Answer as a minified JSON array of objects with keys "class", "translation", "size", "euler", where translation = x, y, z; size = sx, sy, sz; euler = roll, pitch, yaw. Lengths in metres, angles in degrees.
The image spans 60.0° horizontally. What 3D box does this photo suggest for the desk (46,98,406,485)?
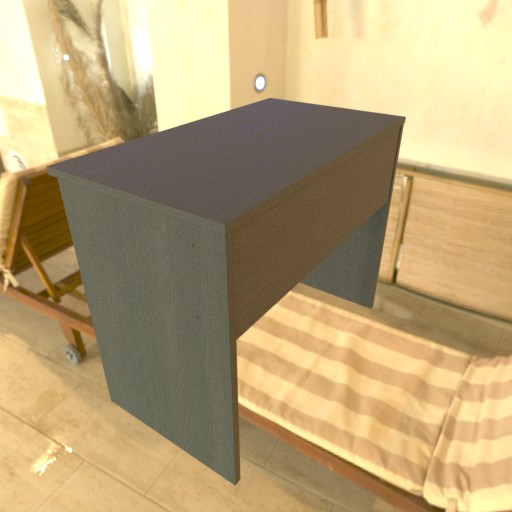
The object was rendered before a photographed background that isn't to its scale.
[{"class":"desk","translation":[0.000,0.000,1.348],"size":[0.498,0.724,0.893],"euler":[20,36,29]}]
